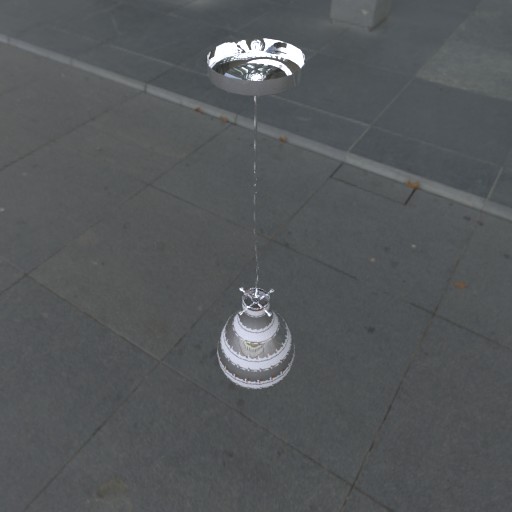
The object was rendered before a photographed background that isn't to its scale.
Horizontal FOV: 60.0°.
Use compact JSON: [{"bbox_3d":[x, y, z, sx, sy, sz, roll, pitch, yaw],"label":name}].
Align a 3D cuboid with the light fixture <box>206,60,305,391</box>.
[{"bbox_3d":[0.000,0.000,1.647,0.374,1.457,0.374,-33,55,-27],"label":"light fixture"}]
